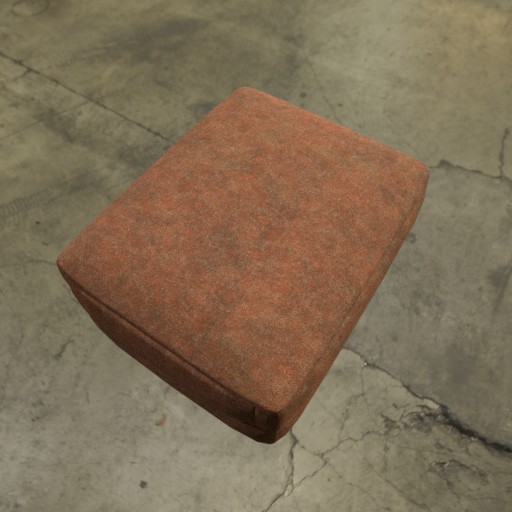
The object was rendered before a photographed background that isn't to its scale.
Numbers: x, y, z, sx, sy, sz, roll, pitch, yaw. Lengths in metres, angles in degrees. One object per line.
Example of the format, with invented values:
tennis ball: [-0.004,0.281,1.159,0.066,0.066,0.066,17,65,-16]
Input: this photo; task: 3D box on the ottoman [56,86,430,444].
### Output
ottoman: [0.000,0.000,1.190,0.635,0.508,0.787,30,62,17]
